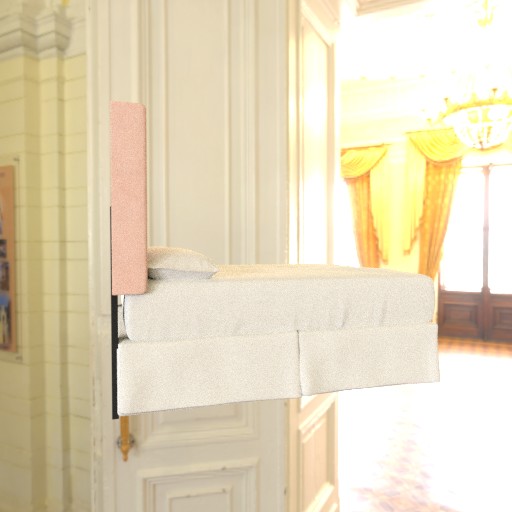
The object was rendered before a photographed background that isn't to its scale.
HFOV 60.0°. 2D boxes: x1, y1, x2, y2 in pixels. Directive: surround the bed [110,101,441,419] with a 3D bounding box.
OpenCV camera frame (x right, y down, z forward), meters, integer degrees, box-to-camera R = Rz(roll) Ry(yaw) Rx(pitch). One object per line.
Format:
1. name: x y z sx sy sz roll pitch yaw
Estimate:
1. bed: 0.000 0.000 3.340 2.066 1.665 1.719 -1 2 -18
